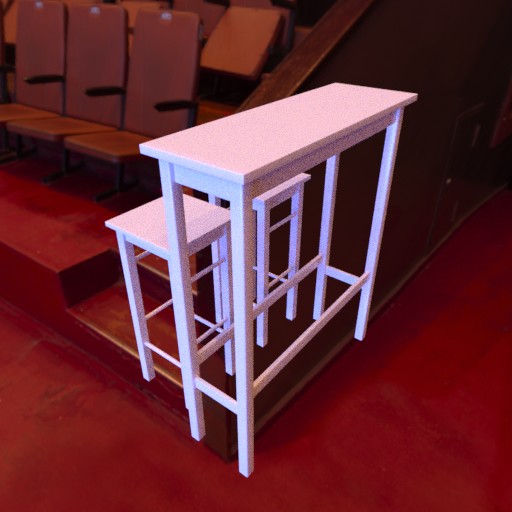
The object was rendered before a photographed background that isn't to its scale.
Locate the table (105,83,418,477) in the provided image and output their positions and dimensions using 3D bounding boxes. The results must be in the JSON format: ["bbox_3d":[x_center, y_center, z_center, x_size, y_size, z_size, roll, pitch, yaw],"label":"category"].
[{"bbox_3d":[0.000,0.000,1.613,0.650,1.065,0.915,22,38,31],"label":"table"}]
